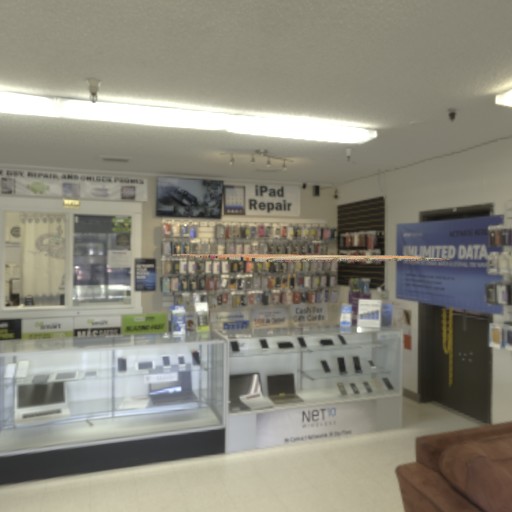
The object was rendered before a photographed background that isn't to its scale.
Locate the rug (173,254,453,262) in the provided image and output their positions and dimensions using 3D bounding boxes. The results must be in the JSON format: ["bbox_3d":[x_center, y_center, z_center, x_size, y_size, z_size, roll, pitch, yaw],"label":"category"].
[{"bbox_3d":[0.000,0.000,2.601,0.695,0.017,2.455,0,1,-18],"label":"rug"}]
